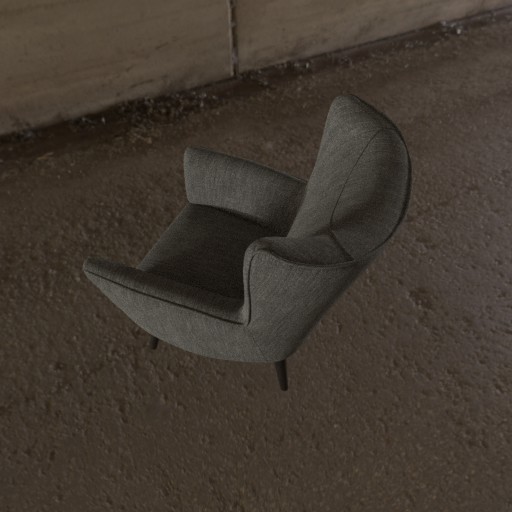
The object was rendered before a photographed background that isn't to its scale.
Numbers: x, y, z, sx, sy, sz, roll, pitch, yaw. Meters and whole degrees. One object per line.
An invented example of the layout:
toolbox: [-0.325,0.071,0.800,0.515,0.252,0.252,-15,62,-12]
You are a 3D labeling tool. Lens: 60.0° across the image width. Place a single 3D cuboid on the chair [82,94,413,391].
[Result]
chair: [0.000,0.000,1.578,0.888,0.933,0.781,16,49,15]
